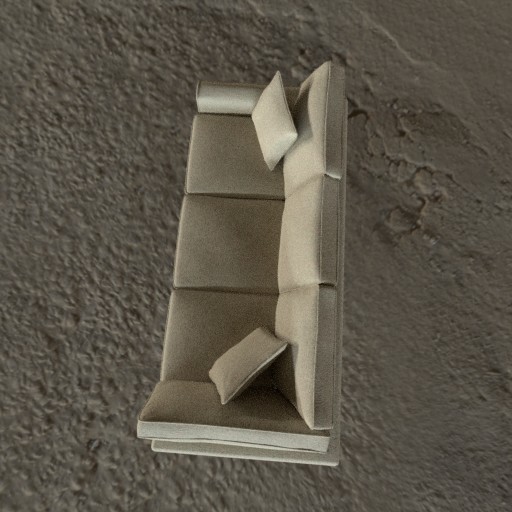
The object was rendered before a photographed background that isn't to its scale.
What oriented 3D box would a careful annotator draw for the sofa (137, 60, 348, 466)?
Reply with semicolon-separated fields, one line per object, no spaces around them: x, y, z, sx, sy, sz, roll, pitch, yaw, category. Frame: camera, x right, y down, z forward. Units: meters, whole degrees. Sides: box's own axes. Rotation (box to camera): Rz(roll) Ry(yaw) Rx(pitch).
0.000;0.000;2.841;1.061;0.962;2.317;4;76;1;sofa
